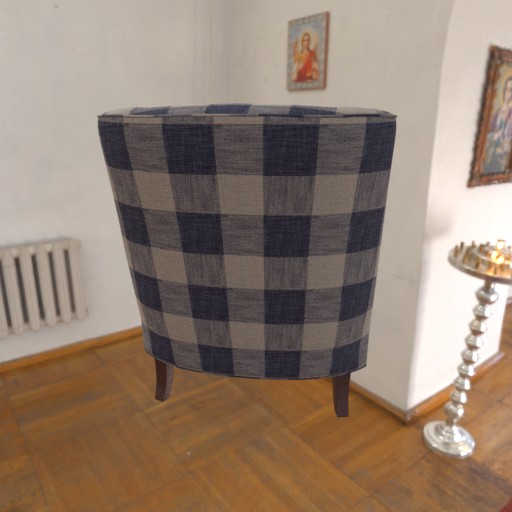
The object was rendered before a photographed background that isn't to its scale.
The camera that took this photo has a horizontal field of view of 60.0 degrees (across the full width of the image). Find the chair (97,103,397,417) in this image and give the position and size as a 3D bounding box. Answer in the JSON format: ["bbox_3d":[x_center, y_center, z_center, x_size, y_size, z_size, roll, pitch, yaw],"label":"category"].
[{"bbox_3d":[0.000,0.000,1.629,0.830,1.041,0.889,2,18,8],"label":"chair"}]
